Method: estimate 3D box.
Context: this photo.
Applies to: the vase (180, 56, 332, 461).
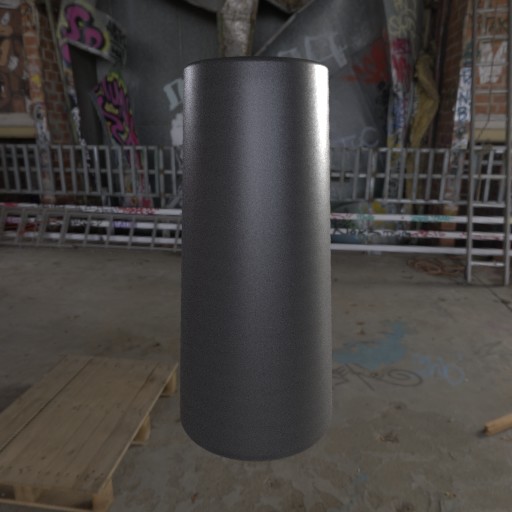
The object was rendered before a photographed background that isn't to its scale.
[{"bbox_3d":[0.000,0.000,0.366,0.136,0.289,0.136,8,17,27],"label":"vase"}]
